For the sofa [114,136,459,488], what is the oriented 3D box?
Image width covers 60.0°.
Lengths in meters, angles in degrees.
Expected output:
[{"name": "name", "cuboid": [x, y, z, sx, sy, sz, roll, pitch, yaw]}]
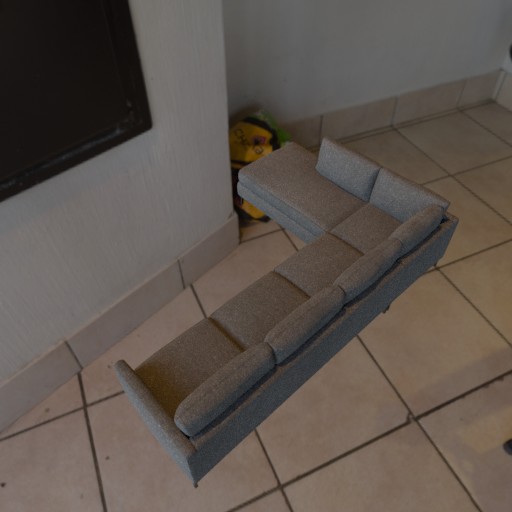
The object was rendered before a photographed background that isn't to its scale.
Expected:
[{"name": "sofa", "cuboid": [0.000, 0.000, 3.747, 2.949, 0.815, 2.007, -34, 56, -28]}]
